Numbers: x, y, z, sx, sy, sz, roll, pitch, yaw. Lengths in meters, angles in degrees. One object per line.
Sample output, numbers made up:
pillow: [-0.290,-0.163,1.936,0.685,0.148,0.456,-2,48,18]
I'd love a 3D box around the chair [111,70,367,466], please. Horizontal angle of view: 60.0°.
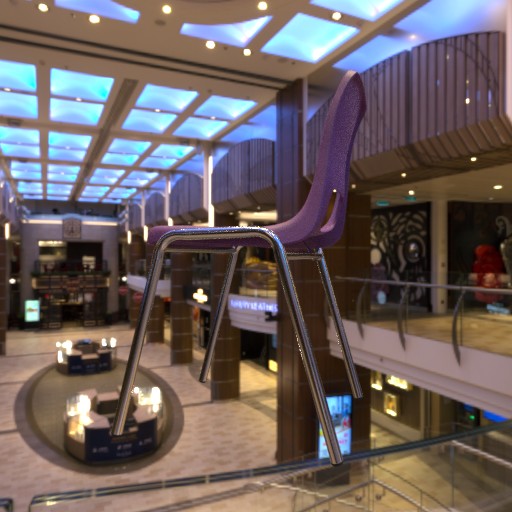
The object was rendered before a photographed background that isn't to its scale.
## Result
chair: [0.000,0.000,0.910,0.432,0.654,0.381,0,0,19]
